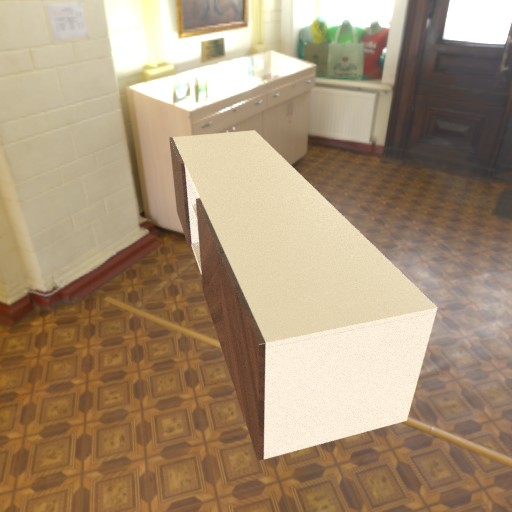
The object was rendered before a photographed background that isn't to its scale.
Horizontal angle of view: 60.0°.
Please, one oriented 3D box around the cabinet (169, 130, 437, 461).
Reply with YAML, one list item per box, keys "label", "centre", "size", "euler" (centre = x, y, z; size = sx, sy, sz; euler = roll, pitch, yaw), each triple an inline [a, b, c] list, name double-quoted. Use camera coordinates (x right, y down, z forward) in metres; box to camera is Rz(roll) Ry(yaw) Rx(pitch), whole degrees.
- label: "cabinet"
  centre: [0.000, 0.000, 1.720]
  size: [0.431, 0.533, 1.499]
  euler: [-9, 33, -14]
